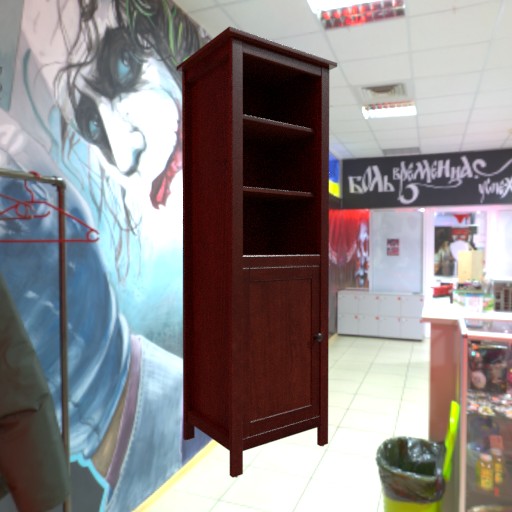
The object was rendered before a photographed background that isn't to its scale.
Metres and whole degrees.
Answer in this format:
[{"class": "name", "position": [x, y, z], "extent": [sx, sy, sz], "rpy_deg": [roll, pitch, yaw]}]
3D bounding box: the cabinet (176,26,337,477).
[{"class": "cabinet", "position": [0.000, 0.000, 1.774], "extent": [0.500, 1.518, 0.401], "rpy_deg": [-1, 1, -35]}]
